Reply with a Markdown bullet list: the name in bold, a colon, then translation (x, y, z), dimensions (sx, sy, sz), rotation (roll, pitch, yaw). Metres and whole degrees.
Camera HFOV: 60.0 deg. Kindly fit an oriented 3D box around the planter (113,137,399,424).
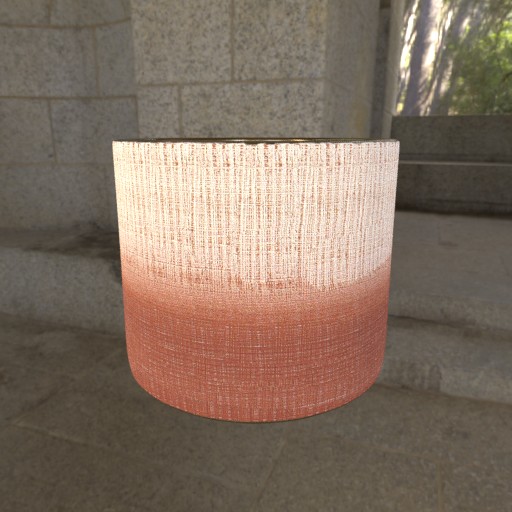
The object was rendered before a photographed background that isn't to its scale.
- **planter**: translation (0.000, 0.000, 0.431), dimensions (0.254, 0.221, 0.254), rotation (0, 15, 0)
